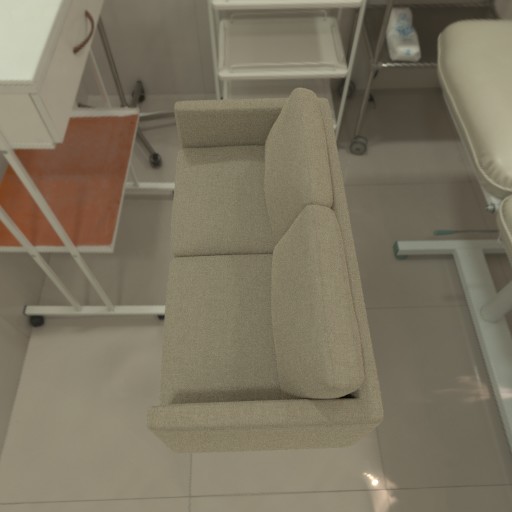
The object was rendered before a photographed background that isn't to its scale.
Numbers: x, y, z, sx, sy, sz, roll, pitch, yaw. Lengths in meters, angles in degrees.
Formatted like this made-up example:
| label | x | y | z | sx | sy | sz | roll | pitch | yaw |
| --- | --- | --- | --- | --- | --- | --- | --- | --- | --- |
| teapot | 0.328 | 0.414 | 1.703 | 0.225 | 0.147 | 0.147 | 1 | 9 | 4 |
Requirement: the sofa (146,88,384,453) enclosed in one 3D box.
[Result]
| label | x | y | z | sx | sy | sz | roll | pitch | yaw |
| --- | --- | --- | --- | --- | --- | --- | --- | --- | --- |
| sofa | 0.000 | 0.000 | 2.410 | 0.951 | 0.947 | 1.884 | -2 | 59 | -1 |
